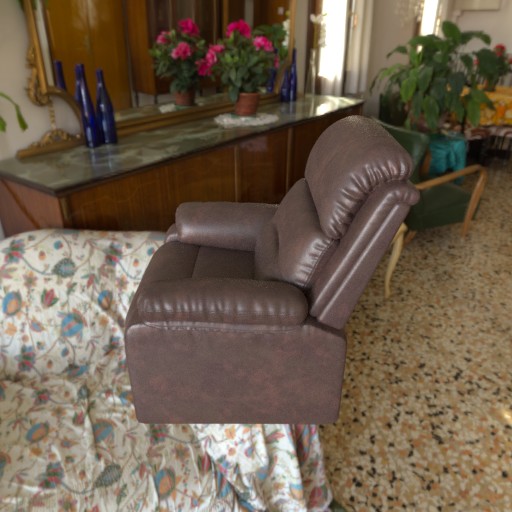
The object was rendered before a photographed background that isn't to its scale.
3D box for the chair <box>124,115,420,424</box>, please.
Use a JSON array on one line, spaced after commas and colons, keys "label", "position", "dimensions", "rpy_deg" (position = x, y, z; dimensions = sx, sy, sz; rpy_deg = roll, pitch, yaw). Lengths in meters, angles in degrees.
[{"label": "chair", "position": [0.000, 0.000, 1.681], "dimensions": [0.919, 0.992, 0.855], "rpy_deg": [0, 27, 0]}]
